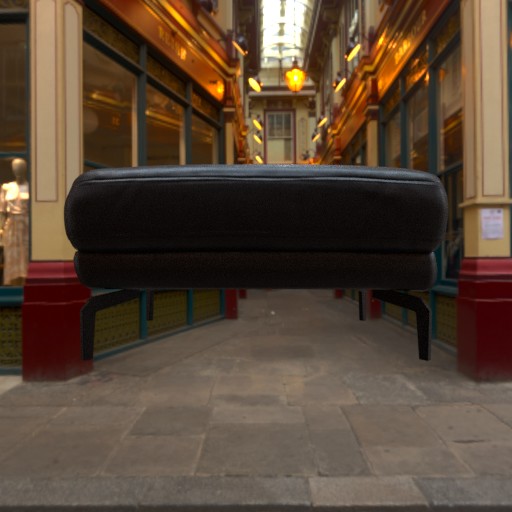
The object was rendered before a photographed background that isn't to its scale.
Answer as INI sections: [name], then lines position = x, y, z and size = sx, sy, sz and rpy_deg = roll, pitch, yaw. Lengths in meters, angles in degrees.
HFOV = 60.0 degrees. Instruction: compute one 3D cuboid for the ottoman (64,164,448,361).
[ottoman]
position = 0.000, 0.000, 1.116
size = 0.764, 0.402, 0.570
rpy_deg = 0, 0, 0
